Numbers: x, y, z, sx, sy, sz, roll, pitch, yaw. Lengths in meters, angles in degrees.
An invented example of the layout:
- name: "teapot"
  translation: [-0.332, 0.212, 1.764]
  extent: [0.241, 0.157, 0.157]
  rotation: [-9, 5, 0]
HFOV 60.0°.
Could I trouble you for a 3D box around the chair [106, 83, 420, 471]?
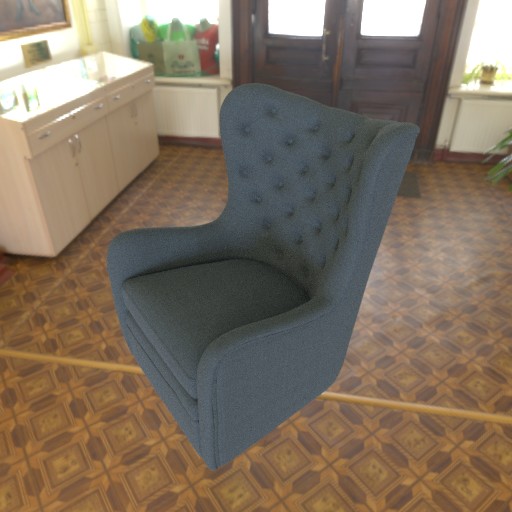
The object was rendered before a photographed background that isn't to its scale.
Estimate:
- name: "chair"
  translation: [0.000, 0.000, 1.693]
  extent: [0.930, 1.079, 0.831]
  rotation: [-21, 38, -30]
